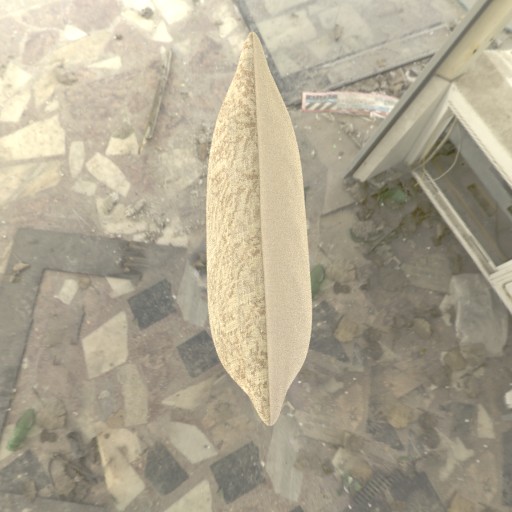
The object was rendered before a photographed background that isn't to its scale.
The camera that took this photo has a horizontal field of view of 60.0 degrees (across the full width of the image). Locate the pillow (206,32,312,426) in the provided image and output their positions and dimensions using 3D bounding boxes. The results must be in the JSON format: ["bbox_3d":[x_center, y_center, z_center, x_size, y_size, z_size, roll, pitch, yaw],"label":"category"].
[{"bbox_3d":[0.000,0.000,0.789,0.166,0.510,0.523,-2,74,-1],"label":"pillow"}]
